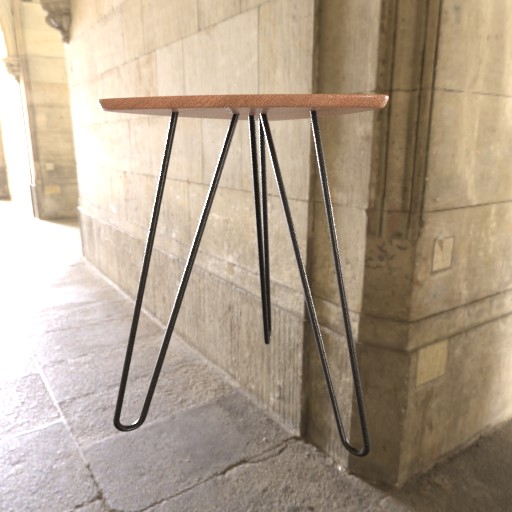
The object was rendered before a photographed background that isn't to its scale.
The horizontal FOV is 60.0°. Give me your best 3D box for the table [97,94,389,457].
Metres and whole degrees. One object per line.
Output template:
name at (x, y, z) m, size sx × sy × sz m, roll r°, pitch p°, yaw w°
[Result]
table at (0.000, 0.000, 0.883) m, size 0.442 × 0.564 × 0.455 m, roll 2°, pitch 15°, yaw 9°
